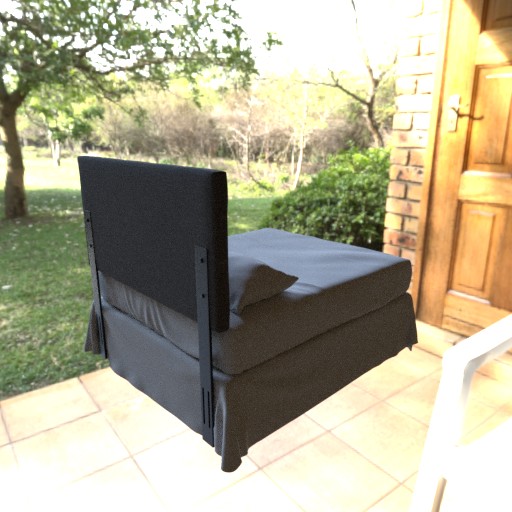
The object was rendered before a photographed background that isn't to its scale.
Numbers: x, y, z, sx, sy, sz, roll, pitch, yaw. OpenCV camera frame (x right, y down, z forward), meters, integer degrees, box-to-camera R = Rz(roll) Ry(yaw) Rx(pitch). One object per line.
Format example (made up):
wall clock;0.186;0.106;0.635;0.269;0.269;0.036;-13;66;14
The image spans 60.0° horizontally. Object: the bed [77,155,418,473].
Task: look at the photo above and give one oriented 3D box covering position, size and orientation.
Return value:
bed;0.000;0.000;3.522;2.222;1.577;1.936;-15;22;-41
